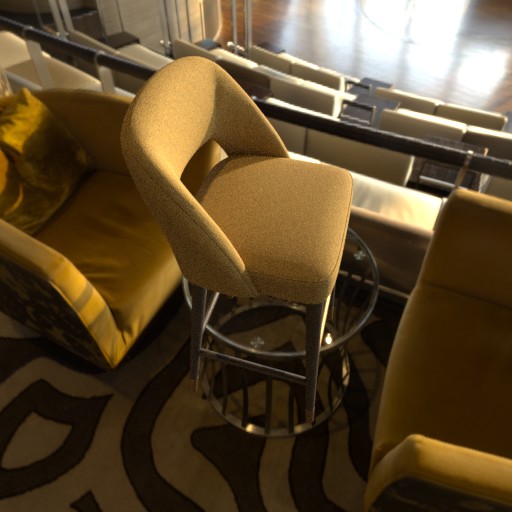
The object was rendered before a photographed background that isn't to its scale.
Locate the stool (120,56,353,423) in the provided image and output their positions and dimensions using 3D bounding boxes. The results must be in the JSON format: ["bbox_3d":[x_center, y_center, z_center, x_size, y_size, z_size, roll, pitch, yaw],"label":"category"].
[{"bbox_3d":[0.000,0.000,1.324,0.522,1.032,0.536,11,47,10],"label":"stool"}]
